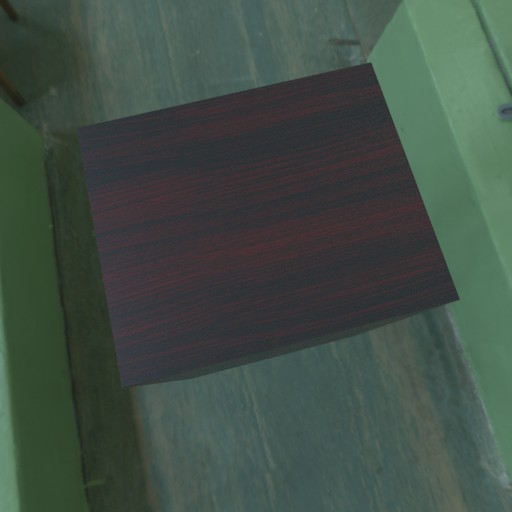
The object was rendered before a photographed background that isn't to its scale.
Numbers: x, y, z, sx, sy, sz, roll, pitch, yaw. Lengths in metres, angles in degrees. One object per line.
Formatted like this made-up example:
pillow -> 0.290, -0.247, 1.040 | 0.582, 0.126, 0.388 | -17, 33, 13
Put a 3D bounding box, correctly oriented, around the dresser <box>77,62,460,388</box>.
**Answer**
dresser -> 0.000, 0.000, 0.820 | 0.400, 0.560, 0.360 | -14, 76, -4
